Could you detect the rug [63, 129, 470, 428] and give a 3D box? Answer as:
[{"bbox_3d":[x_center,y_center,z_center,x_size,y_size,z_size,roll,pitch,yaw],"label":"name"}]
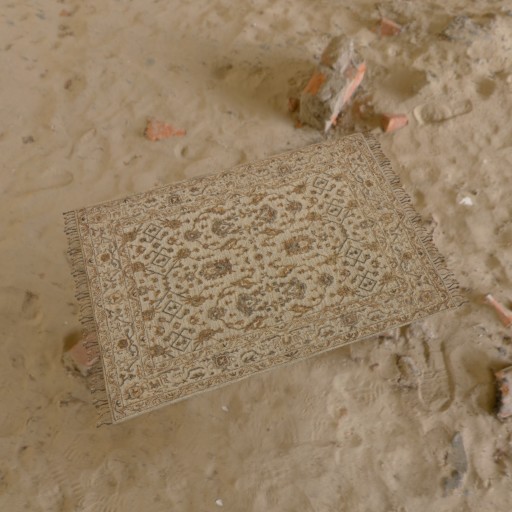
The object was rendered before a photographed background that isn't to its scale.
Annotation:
[{"bbox_3d":[0.000,0.000,3.018,2.434,0.027,1.529,-17,66,-8],"label":"rug"}]
